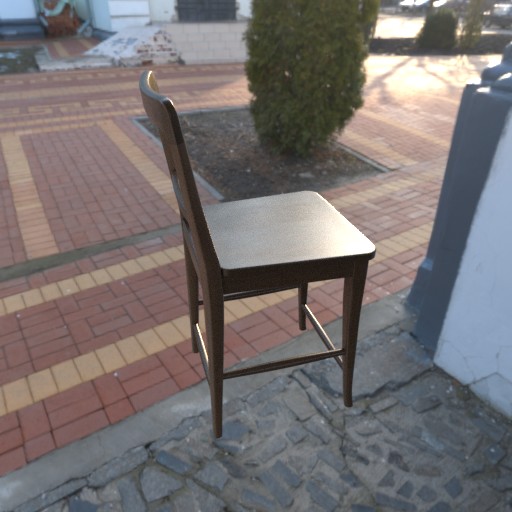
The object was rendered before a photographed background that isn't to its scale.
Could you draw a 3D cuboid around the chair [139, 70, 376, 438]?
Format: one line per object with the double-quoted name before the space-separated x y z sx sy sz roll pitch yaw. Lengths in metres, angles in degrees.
"chair" 0.000 0.000 1.309 0.546 0.991 0.450 -8 31 -14
